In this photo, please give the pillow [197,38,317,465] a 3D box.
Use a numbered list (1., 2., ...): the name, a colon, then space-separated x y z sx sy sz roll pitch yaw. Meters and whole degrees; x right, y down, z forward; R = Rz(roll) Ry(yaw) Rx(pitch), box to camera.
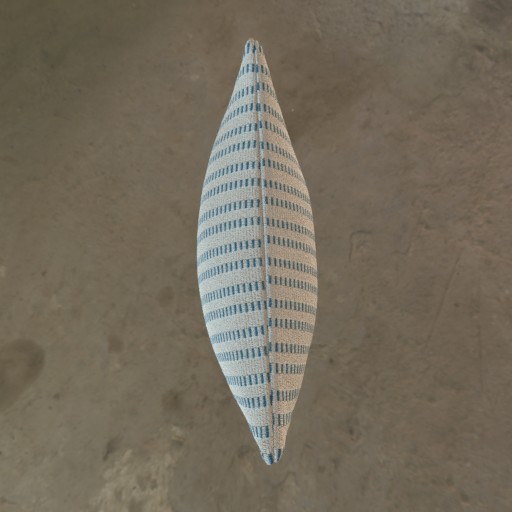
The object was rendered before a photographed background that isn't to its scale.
1. pillow: 0.000 0.000 0.799 0.210 0.353 0.640 -2 77 -1
